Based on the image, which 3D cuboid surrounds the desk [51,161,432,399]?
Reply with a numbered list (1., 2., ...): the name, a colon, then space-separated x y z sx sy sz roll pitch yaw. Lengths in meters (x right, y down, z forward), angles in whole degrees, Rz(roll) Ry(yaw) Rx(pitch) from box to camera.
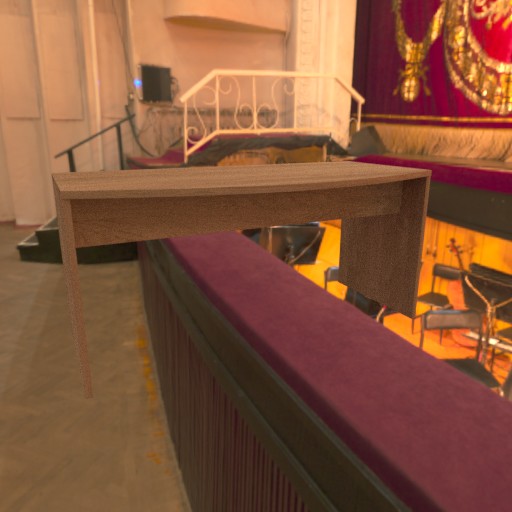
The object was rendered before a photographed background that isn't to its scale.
1. desk: 0.000 0.000 2.038 1.600 0.752 0.802 -8 18 -25
